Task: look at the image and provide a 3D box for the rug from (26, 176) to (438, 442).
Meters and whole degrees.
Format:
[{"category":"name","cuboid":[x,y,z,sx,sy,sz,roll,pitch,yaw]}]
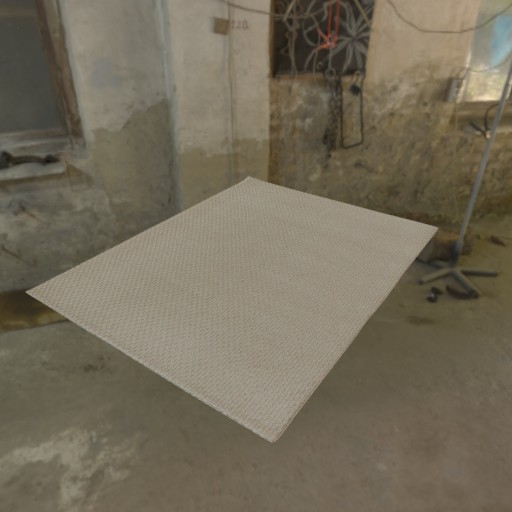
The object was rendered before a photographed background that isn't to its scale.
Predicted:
[{"category":"rug","cuboid":[0.000,0.000,3.828,2.277,0.035,2.897,20,37,30]}]
